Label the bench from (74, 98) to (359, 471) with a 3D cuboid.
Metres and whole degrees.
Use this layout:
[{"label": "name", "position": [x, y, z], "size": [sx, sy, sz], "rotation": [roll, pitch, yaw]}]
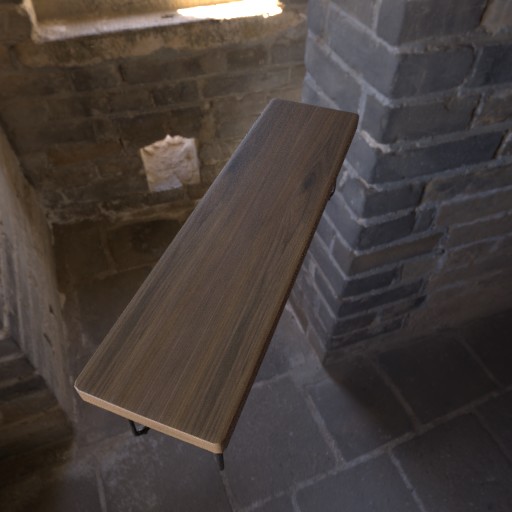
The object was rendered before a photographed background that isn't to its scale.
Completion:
[{"label": "bench", "position": [0.000, 0.000, 1.744], "size": [0.425, 0.462, 1.570], "rotation": [16, 50, 14]}]
